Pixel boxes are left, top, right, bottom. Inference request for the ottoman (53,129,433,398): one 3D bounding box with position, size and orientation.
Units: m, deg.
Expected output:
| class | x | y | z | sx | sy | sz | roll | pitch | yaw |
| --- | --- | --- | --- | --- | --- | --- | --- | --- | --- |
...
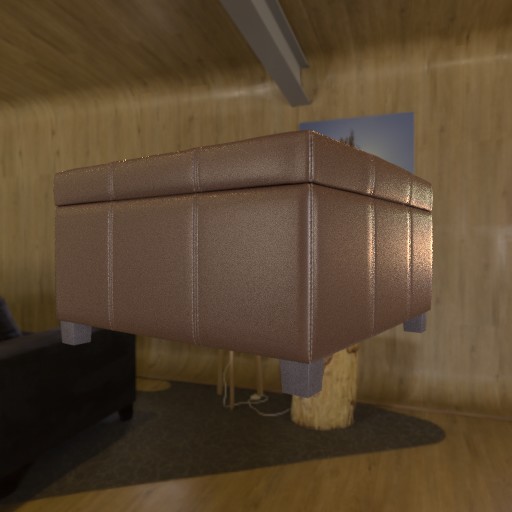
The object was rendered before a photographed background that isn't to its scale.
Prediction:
| class | x | y | z | sx | sy | sz | roll | pitch | yaw |
| --- | --- | --- | --- | --- | --- | --- | --- | --- | --- |
| ottoman | 0.000 | 0.000 | 1.263 | 0.788 | 0.460 | 0.787 | 1 | 2 | 36 |
